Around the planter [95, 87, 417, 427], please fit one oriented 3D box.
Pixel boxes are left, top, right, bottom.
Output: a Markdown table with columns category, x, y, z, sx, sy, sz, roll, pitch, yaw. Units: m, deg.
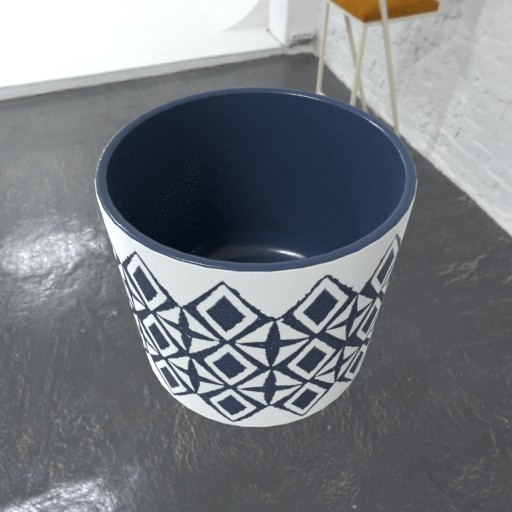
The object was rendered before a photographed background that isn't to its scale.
| category | x | y | z | sx | sy | sz | roll | pitch | yaw |
| --- | --- | --- | --- | --- | --- | --- | --- | --- | --- |
| planter | 0.000 | 0.000 | 0.313 | 0.182 | 0.165 | 0.182 | 0 | 45 | 0 |
